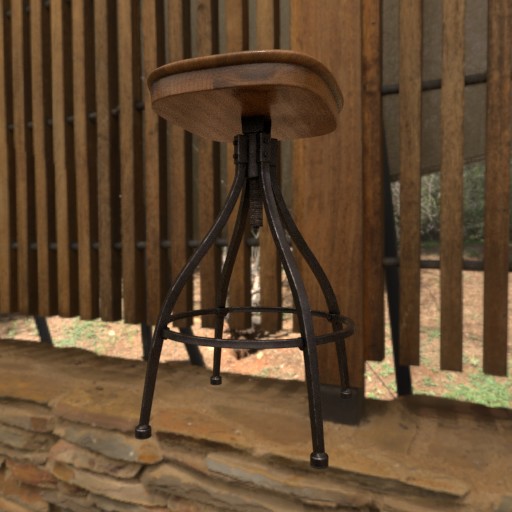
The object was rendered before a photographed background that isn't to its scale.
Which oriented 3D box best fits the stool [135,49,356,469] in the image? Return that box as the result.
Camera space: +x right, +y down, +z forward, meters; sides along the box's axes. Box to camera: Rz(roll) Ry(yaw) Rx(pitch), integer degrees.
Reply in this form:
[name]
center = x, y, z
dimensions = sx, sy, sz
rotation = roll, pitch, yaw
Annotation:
[stool]
center = 0.000, 0.000, 0.958
dimensions = 0.424, 0.694, 0.432
rotation = 1, 2, 19
